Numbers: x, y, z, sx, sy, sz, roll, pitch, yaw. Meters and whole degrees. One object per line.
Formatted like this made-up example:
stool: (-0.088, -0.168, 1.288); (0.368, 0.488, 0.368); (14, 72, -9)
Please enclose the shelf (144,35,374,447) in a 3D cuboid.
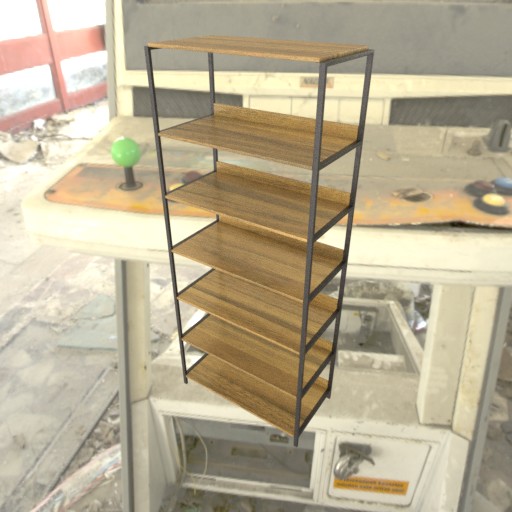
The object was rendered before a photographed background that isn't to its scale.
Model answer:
shelf: (0.000, 0.000, 2.326); (0.847, 2.015, 0.431); (19, 36, 29)
